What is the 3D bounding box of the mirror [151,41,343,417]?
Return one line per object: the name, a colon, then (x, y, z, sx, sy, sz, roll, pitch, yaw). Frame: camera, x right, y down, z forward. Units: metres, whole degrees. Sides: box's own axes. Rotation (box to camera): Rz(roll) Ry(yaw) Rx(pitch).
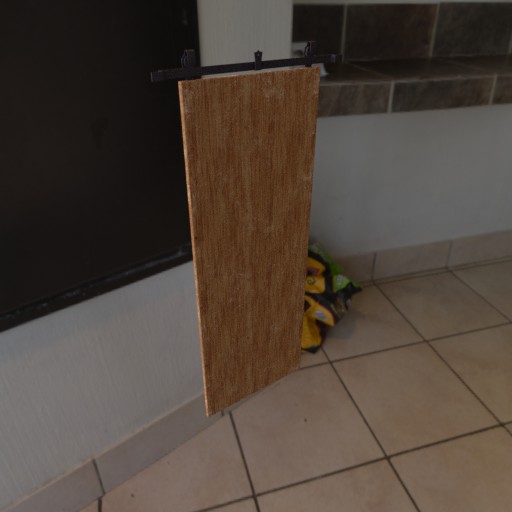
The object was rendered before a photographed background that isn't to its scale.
mirror: (0.000, 0.000, 2.078, 0.847, 1.793, 0.042, -19, 36, -29)
